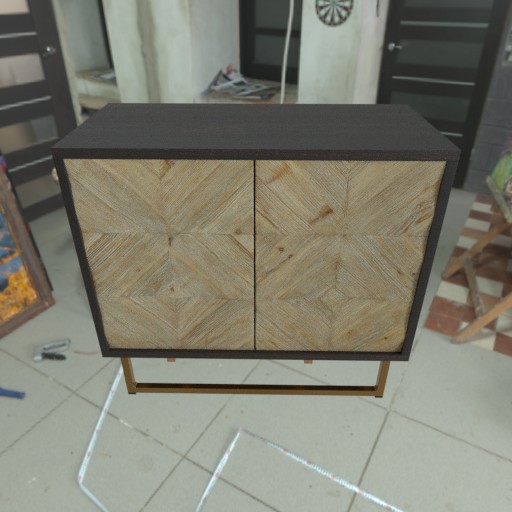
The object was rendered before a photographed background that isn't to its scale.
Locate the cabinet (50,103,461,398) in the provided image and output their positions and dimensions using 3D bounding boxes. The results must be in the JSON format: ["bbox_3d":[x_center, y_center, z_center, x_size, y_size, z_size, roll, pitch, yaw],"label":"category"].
[{"bbox_3d":[0.000,0.000,1.442,0.950,0.860,0.451,1,32,1],"label":"cabinet"}]
